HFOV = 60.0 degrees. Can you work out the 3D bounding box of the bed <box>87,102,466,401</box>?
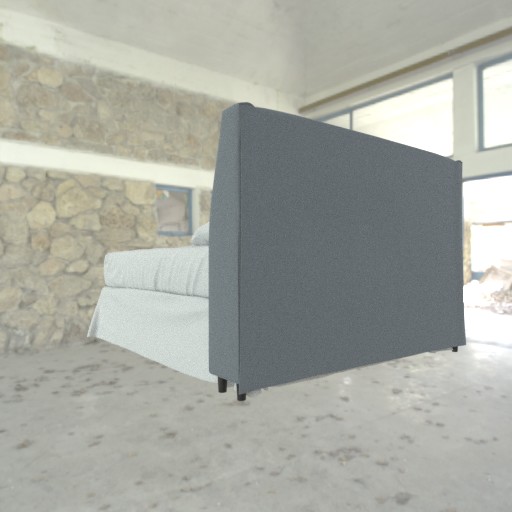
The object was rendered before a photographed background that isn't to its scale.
[{"bbox_3d":[0.000,0.000,3.374,1.925,1.332,2.276,1,-1,-37],"label":"bed"}]
